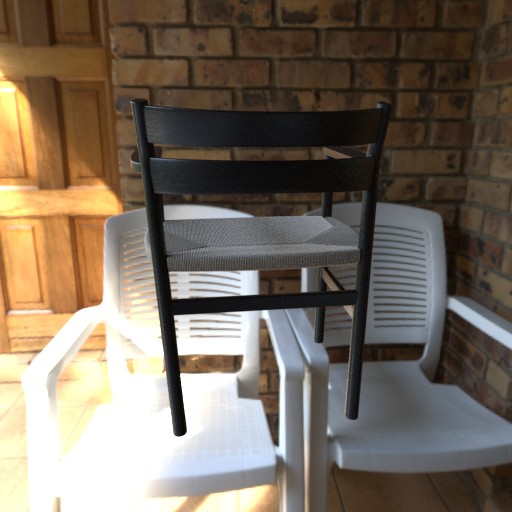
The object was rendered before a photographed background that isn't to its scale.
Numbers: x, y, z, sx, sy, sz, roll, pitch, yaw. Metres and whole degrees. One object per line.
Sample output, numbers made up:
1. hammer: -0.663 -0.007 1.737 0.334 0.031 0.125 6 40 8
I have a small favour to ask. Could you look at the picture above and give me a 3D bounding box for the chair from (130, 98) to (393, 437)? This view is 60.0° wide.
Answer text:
1. chair: 0.000 0.000 1.201 0.630 0.775 0.508 -2 15 -9
